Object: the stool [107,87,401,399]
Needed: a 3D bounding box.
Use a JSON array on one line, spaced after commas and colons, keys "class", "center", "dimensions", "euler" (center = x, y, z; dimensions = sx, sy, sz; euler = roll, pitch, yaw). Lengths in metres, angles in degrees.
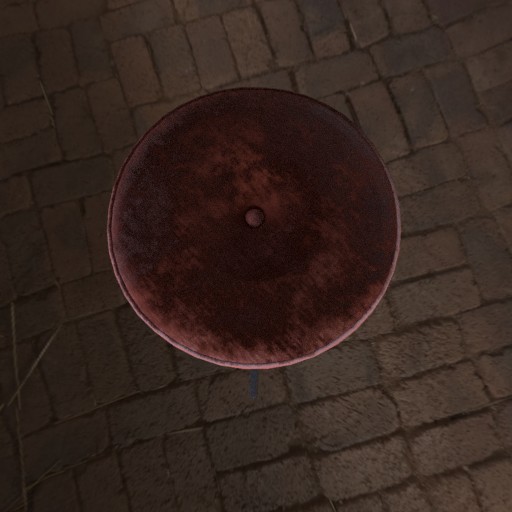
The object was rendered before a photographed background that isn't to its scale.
[{"class": "stool", "center": [0.000, 0.000, 0.888], "dimensions": [0.421, 0.593, 0.457], "euler": [-40, 81, -8]}]
